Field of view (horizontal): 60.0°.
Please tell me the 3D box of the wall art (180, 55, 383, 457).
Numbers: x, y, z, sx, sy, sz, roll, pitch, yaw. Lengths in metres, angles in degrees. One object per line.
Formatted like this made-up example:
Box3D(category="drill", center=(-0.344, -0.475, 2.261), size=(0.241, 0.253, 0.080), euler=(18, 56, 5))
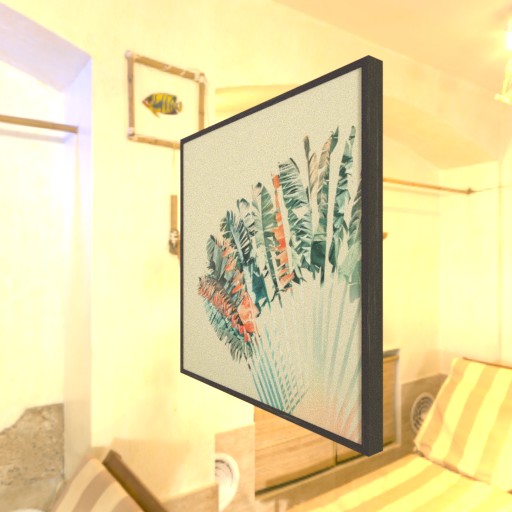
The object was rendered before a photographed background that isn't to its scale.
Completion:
Box3D(category="wall art", center=(0.000, 0.000, 1.153), size=(0.043, 0.758, 0.762), euler=(0, 0, -37))
